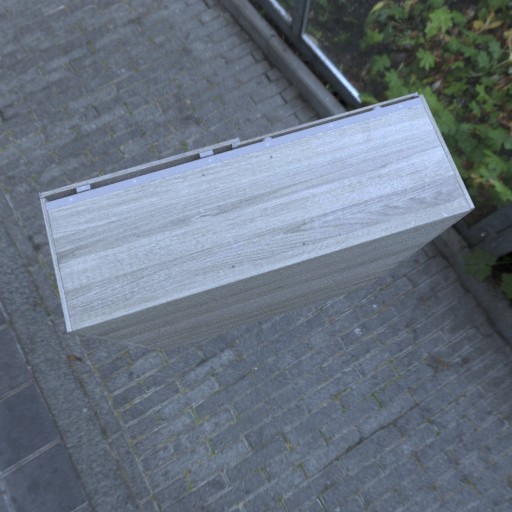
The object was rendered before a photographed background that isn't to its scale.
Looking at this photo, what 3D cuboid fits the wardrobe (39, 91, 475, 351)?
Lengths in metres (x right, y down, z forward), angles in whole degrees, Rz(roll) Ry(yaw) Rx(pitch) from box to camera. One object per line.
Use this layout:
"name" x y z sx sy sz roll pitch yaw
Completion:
"wardrobe" 0.000 0.000 2.860 1.780 1.960 0.629 -17 76 -4
